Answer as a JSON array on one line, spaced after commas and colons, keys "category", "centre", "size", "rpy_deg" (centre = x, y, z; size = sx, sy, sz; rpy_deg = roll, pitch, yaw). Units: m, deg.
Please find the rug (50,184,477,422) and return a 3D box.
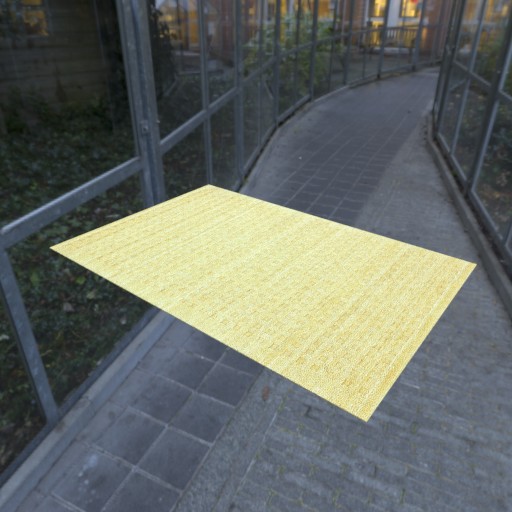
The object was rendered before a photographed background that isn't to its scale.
[{"category": "rug", "centre": [0.000, 0.000, 2.845], "size": [2.286, 0.006, 1.524], "rpy_deg": [21, 36, 33]}]
